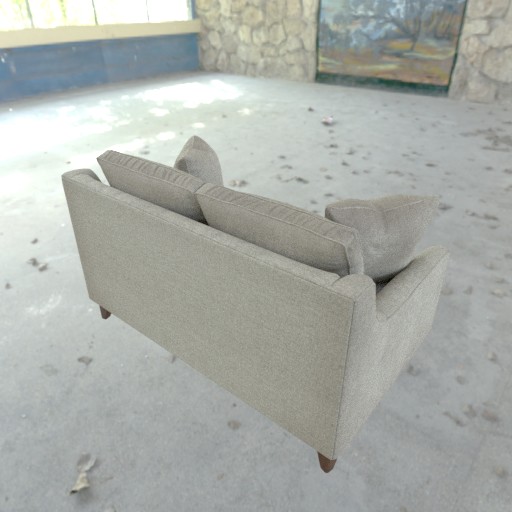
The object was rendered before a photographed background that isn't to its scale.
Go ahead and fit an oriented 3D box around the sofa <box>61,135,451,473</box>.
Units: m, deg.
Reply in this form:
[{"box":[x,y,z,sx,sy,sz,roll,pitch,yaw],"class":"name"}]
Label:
[{"box":[0.000,0.000,1.959,1.422,0.863,0.915,23,37,33],"class":"sofa"}]
